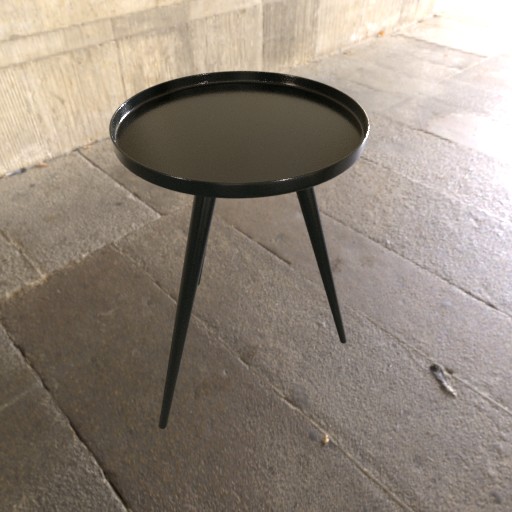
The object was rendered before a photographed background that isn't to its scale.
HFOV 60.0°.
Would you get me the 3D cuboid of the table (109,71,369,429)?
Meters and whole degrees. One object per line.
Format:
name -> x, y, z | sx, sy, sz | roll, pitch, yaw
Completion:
table -> 0.000, 0.000, 0.825 | 0.415, 0.548, 0.403 | 1, 41, 1
